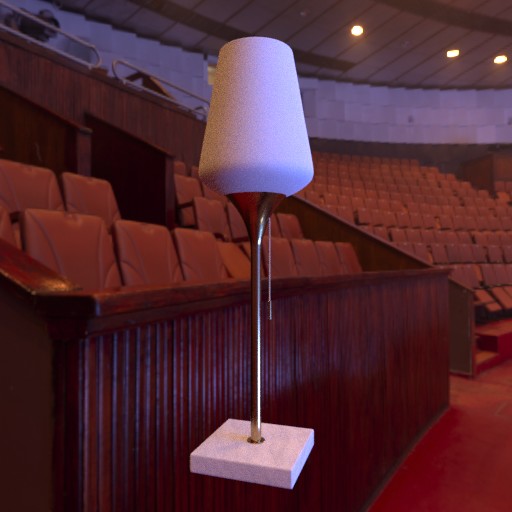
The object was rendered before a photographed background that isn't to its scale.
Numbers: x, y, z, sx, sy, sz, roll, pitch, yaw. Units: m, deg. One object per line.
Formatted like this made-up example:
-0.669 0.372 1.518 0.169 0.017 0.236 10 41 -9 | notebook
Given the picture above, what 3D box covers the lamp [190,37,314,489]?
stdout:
0.000 0.000 0.702 0.181 0.639 0.181 0 0 19 | lamp
